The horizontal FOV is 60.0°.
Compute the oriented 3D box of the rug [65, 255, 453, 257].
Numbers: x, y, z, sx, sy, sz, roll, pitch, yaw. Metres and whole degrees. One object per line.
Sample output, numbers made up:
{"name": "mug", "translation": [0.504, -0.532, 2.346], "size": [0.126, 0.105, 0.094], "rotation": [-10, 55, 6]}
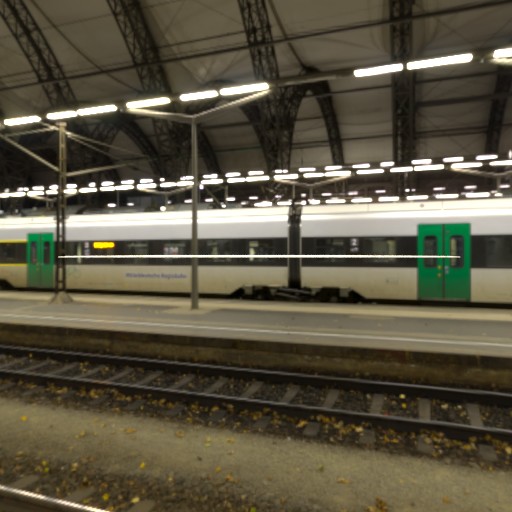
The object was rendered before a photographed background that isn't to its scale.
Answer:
{"name": "rug", "translation": [0.000, 0.000, 2.128], "size": [1.190, 0.003, 1.634], "rotation": [0, 0, -1]}
